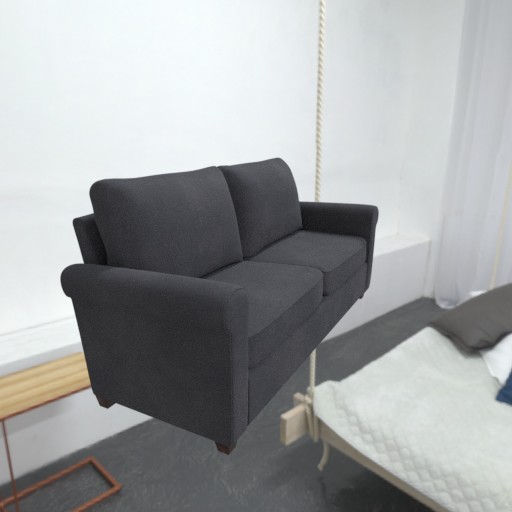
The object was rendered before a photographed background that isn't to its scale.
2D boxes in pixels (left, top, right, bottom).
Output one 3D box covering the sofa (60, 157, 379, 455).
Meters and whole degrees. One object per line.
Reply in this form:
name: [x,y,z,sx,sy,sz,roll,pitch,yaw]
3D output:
sofa: [0.000,0.000,2.390,0.842,0.942,1.935,9,18,27]
